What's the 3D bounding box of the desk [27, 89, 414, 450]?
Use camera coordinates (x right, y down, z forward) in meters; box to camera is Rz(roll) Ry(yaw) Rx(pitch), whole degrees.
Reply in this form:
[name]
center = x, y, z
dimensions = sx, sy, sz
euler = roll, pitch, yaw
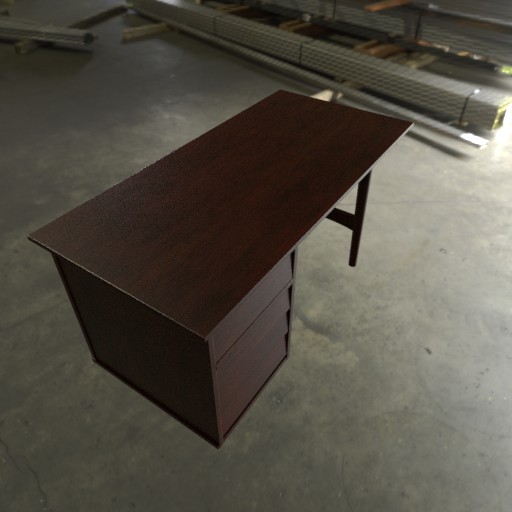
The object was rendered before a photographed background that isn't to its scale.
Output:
[desk]
center = 0.000, 0.000, 1.701
dimensions = 0.612, 0.758, 1.277
euler = 24, 46, 25
